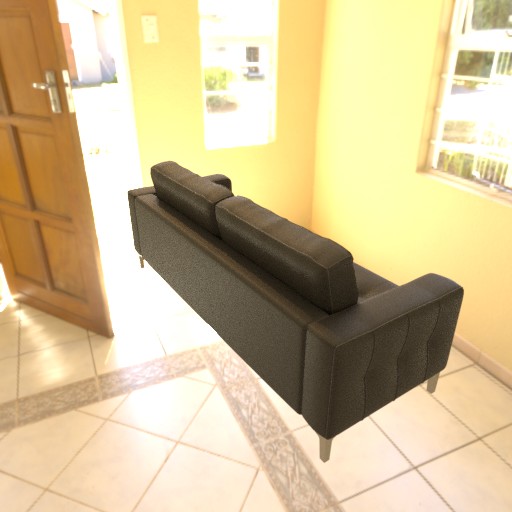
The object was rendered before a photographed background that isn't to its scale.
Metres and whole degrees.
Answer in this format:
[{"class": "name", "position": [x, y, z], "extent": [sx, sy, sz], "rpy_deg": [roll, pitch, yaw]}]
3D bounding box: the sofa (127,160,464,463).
[{"class": "sofa", "position": [0.000, 0.000, 2.733], "extent": [0.833, 0.893, 2.275], "rpy_deg": [-17, 31, -30]}]
